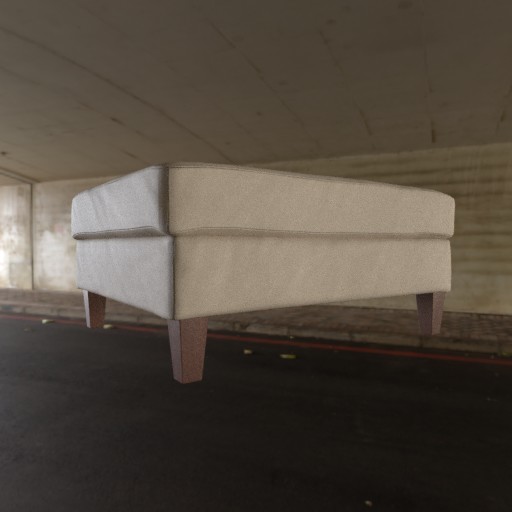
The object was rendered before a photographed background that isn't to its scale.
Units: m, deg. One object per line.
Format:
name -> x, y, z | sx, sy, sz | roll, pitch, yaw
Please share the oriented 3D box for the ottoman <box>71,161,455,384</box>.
ottoman -> 0.000, 0.000, 1.465 | 1.002, 0.492, 0.836 | -1, 2, -35
